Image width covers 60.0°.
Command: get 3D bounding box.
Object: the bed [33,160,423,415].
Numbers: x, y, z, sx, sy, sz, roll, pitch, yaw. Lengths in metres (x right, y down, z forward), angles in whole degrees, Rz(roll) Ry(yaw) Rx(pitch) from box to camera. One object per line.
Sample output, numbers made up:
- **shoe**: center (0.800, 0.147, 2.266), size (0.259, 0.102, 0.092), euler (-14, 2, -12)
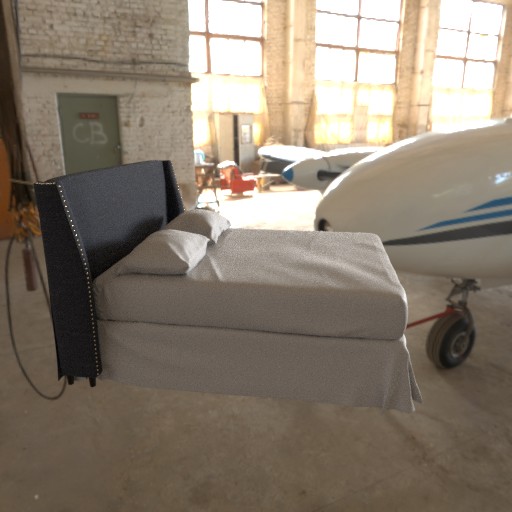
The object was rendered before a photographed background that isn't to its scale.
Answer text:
- **bed**: center (0.000, 0.000, 3.400), size (2.276, 1.332, 1.925), euler (3, 16, 9)
